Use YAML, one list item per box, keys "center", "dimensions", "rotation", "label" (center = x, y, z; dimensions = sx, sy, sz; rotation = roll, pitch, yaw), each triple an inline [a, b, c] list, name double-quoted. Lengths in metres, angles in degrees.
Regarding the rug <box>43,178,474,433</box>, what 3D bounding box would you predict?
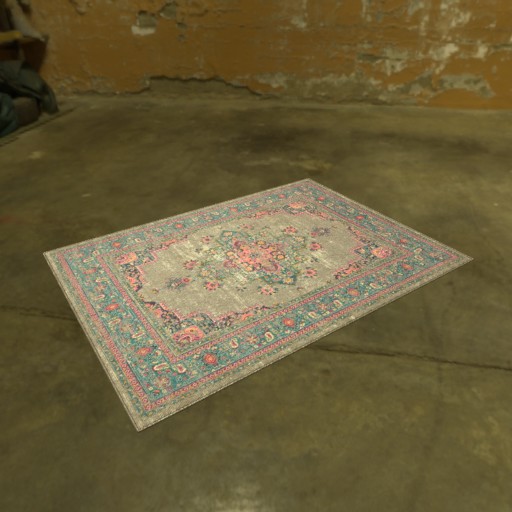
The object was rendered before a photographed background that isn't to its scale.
- center: [0.000, 0.000, 2.805]
  dimensions: [2.214, 0.013, 1.609]
  rotation: [-20, 37, -29]
  label: "rug"
